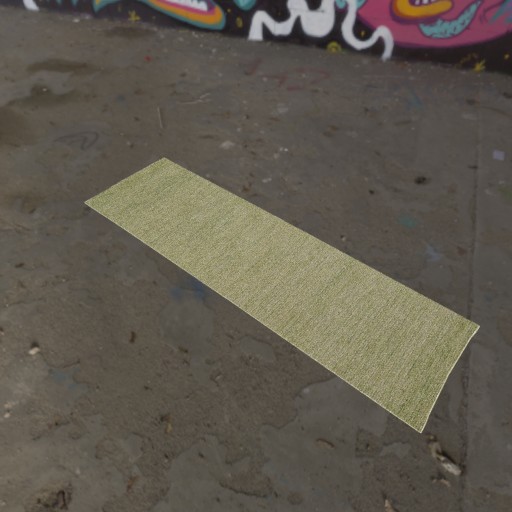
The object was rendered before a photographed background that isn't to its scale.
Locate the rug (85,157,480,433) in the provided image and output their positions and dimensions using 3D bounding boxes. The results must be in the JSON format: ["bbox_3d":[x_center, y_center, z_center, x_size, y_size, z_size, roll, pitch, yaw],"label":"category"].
[{"bbox_3d":[0.000,0.000,2.523,2.340,0.013,0.686,31,53,27],"label":"rug"}]
